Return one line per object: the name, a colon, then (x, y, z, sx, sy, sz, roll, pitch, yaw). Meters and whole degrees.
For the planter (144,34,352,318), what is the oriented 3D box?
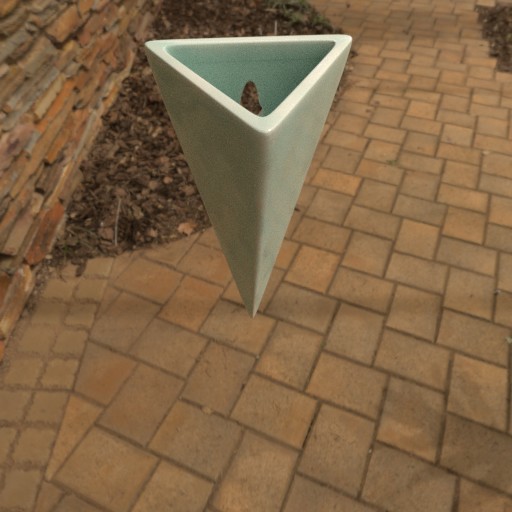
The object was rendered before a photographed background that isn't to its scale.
planter: (0.000, 0.000, 0.212, 0.080, 0.178, 0.064, -3, 45, -3)
